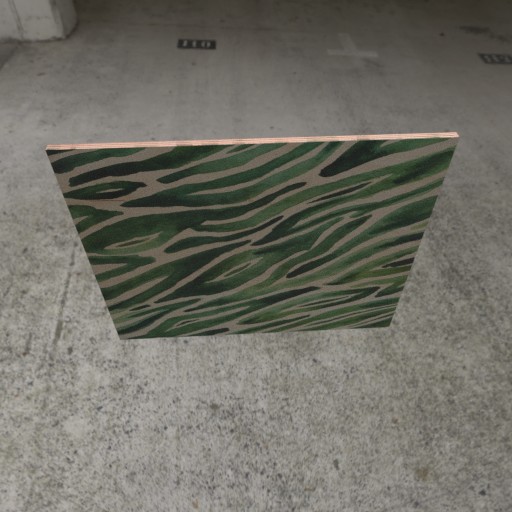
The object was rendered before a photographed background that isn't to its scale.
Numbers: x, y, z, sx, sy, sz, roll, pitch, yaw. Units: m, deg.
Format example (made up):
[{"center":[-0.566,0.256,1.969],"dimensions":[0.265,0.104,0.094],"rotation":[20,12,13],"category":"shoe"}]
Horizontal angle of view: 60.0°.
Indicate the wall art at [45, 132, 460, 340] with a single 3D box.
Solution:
[{"center":[0.000,0.000,0.693],"dimensions":[0.508,0.408,0.012],"rotation":[-2,46,-2],"category":"wall art"}]
